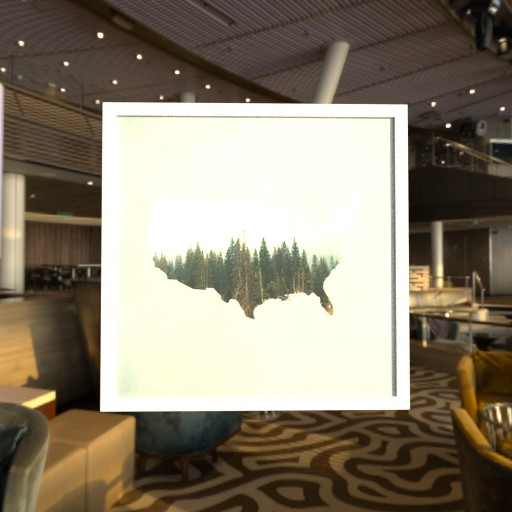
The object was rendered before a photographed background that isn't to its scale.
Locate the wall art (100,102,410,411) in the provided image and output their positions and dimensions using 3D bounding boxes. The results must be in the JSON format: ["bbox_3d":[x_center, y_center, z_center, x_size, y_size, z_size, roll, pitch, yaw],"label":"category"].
[{"bbox_3d":[0.000,0.000,1.119,0.762,0.762,0.038,0,-1,-1],"label":"wall art"}]
